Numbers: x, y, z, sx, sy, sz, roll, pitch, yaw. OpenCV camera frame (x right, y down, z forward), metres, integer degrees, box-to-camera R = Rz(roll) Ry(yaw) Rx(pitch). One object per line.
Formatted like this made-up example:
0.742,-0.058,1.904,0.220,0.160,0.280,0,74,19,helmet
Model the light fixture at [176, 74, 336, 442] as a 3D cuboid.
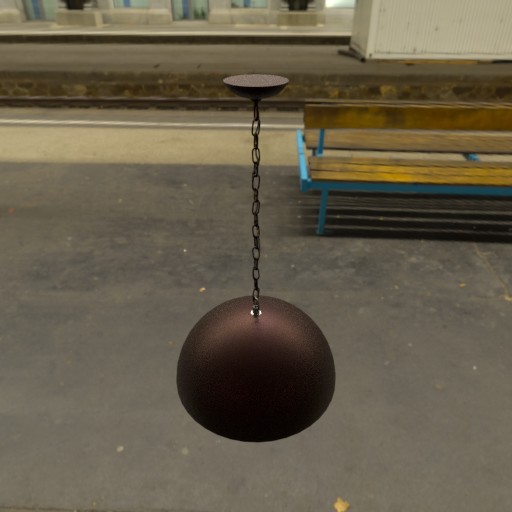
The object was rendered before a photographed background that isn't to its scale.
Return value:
0.000,0.000,1.161,0.492,0.869,0.492,-11,33,-17,light fixture
